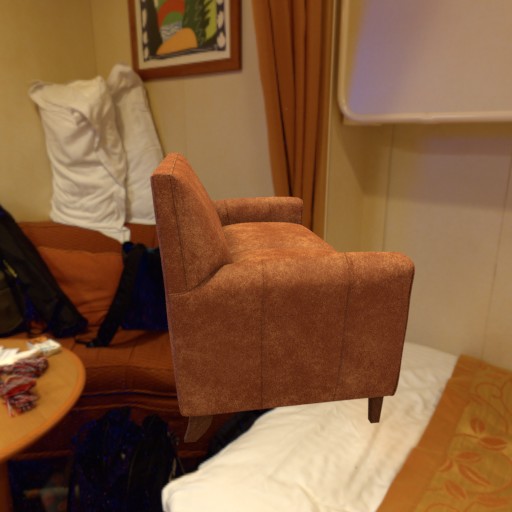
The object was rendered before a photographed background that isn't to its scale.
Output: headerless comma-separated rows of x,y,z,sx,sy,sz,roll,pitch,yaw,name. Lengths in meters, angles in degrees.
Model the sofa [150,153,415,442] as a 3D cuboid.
0.000,0.000,2.007,0.787,0.871,1.473,-2,15,-9,sofa
